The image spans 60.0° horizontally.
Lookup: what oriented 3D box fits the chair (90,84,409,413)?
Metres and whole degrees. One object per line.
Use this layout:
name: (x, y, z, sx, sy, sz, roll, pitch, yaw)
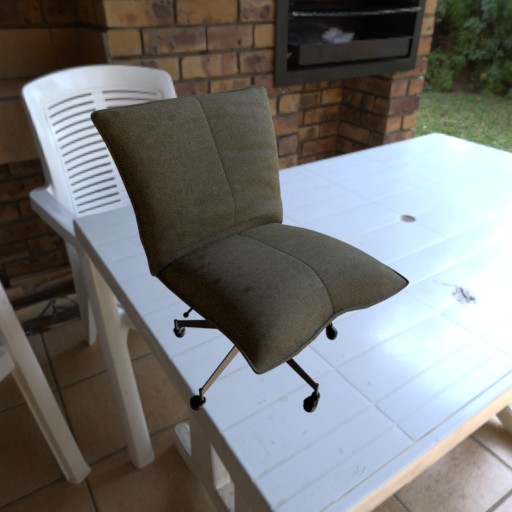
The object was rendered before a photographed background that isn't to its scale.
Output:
chair: (0.000, 0.000, 1.302, 0.597, 0.811, 0.696, -22, 37, -32)
